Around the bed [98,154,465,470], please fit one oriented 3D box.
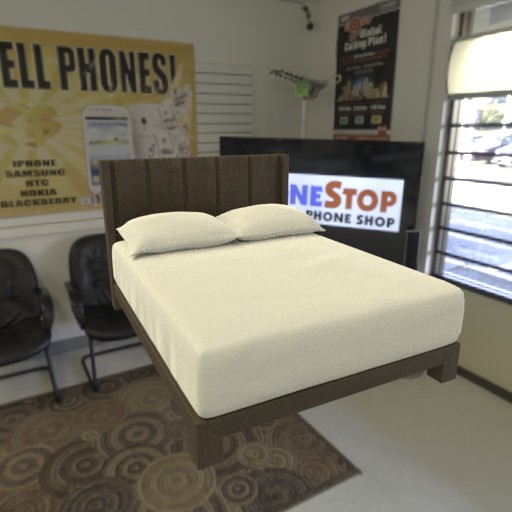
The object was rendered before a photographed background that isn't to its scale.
[{"bbox_3d":[0.000,0.000,3.187,1.727,1.270,2.242,-8,18,-26],"label":"bed"}]
